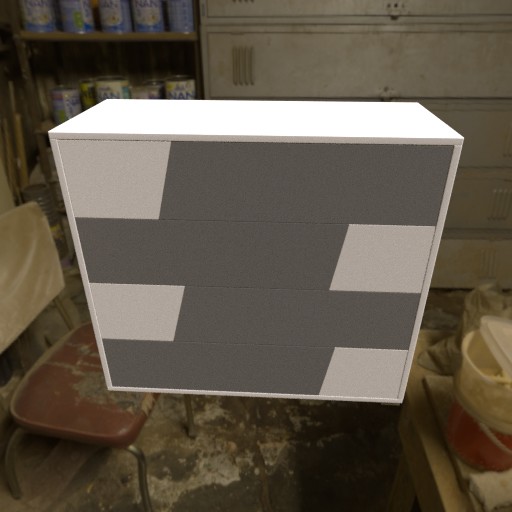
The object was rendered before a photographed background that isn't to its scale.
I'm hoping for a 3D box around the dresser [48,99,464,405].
[{"bbox_3d":[0.000,0.000,1.615,1.100,1.000,0.460,2,30,3],"label":"dresser"}]
